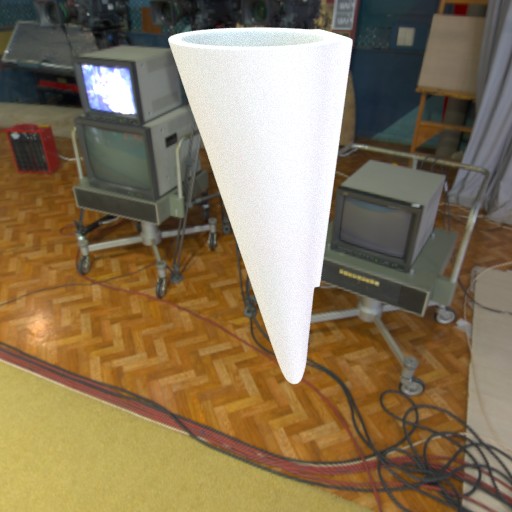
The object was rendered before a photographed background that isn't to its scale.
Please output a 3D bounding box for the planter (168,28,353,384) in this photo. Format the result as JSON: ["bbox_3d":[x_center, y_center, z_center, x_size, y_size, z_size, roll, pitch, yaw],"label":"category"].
[{"bbox_3d":[0.000,0.000,0.216,0.064,0.193,0.057,-8,34,-13],"label":"planter"}]
